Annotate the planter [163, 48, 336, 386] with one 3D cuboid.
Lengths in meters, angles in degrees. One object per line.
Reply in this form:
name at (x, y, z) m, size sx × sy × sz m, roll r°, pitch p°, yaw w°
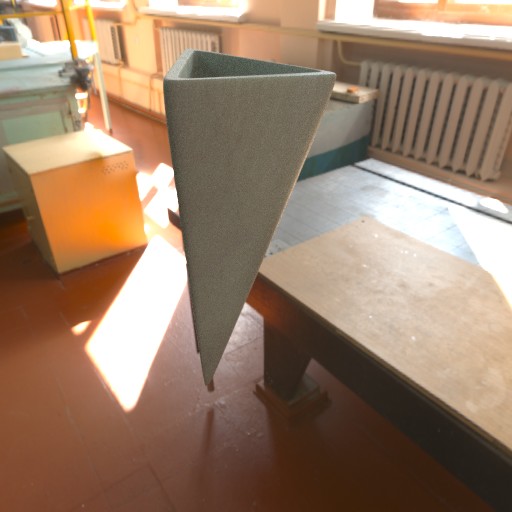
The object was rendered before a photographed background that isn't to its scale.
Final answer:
planter at (0.000, 0.000, 0.275) m, size 0.081 × 0.224 × 0.101 m, roll -1°, pitch 32°, yaw -2°
